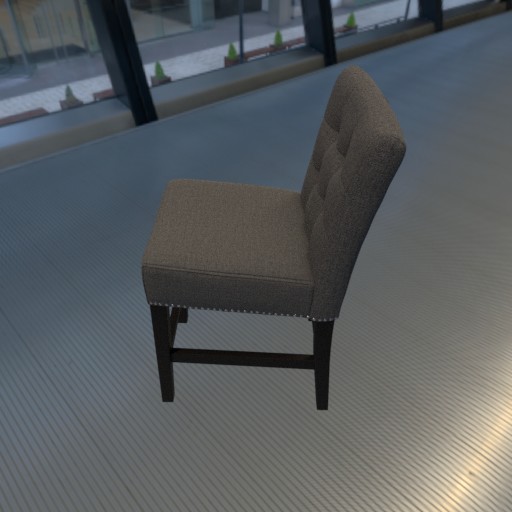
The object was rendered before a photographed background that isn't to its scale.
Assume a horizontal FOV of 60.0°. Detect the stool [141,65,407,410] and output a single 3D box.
[{"bbox_3d":[0.000,0.000,1.208,0.571,0.885,0.427,0,40,0],"label":"stool"}]
